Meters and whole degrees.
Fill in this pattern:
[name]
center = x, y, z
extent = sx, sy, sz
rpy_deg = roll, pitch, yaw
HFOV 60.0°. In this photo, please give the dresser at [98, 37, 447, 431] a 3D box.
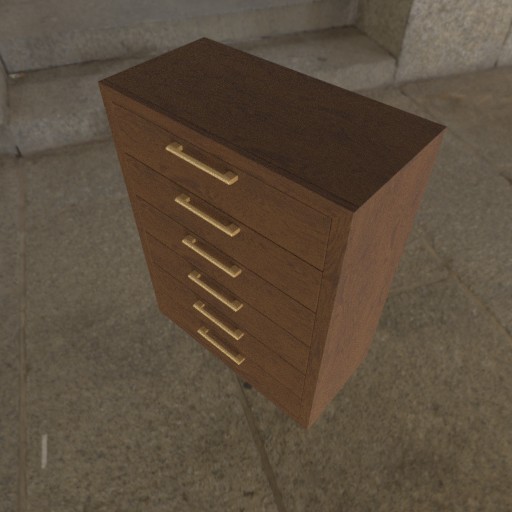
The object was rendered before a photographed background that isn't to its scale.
[dresser]
center = 0.000, 0.000, 1.801
extent = 0.964, 1.320, 0.516
rpy_deg = 32, 55, 27
